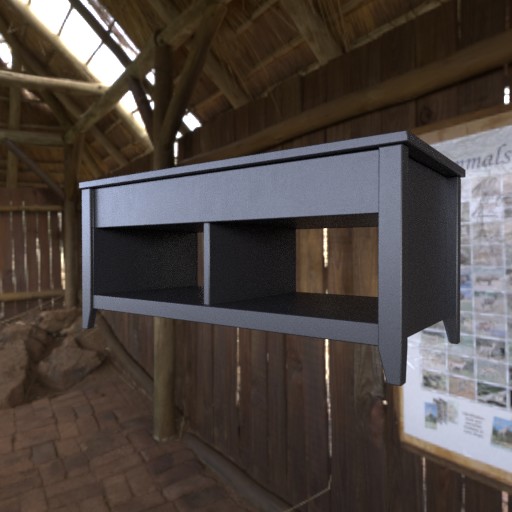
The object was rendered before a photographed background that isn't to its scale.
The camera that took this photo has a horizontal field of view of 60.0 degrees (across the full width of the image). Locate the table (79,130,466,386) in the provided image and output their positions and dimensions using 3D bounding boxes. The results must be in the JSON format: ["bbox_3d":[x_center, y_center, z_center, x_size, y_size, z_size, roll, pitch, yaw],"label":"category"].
[{"bbox_3d":[0.000,0.000,1.277,1.016,0.457,0.483,1,1,36],"label":"table"}]
